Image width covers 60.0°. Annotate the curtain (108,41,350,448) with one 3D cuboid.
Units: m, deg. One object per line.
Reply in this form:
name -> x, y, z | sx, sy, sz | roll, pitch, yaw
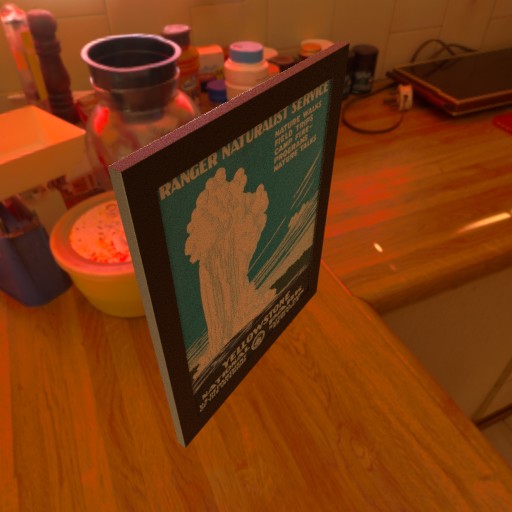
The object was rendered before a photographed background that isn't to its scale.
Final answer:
curtain -> 0.000, 0.000, 0.772 | 0.027, 0.585, 0.483 | 26, 48, 26
